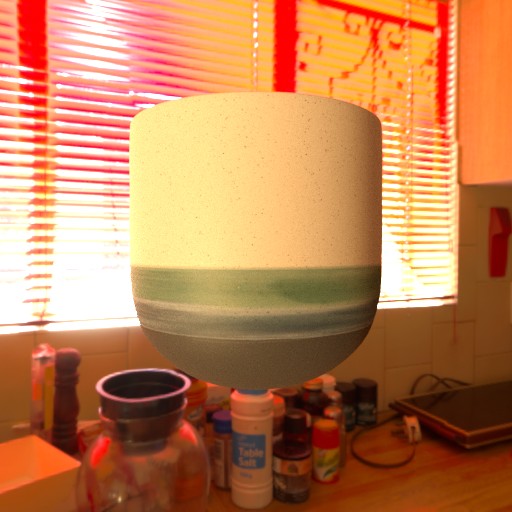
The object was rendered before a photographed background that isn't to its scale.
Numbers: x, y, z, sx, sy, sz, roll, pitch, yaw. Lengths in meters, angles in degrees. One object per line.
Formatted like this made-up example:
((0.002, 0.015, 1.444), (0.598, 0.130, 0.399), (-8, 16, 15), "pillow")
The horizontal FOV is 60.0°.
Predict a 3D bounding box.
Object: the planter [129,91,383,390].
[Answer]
((0.000, 0.000, 0.489), (0.268, 0.270, 0.268), (0, 1, 0), "planter")
